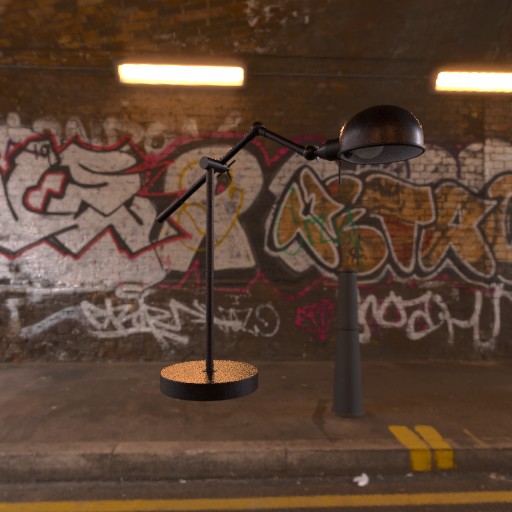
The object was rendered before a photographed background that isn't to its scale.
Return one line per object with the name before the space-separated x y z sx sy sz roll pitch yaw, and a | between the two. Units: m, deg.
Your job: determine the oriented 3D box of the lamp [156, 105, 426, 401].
lamp | 0.000 0.000 0.785 0.567 0.495 0.185 -1 -1 36
